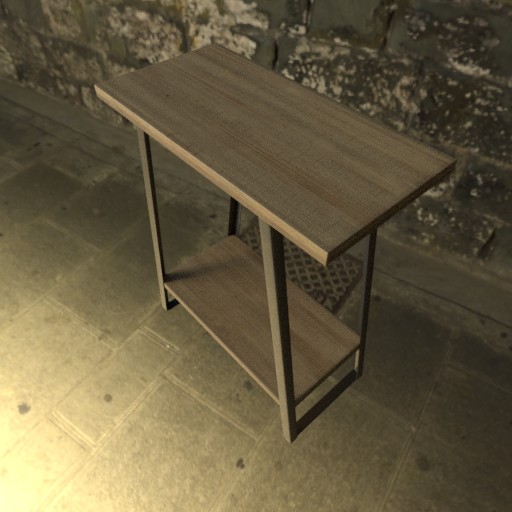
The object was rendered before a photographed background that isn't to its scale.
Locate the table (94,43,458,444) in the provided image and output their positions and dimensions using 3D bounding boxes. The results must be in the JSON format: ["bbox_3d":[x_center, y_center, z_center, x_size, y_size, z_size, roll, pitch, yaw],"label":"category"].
[{"bbox_3d":[0.000,0.000,1.022,0.300,0.701,0.599,-33,55,-27],"label":"table"}]
